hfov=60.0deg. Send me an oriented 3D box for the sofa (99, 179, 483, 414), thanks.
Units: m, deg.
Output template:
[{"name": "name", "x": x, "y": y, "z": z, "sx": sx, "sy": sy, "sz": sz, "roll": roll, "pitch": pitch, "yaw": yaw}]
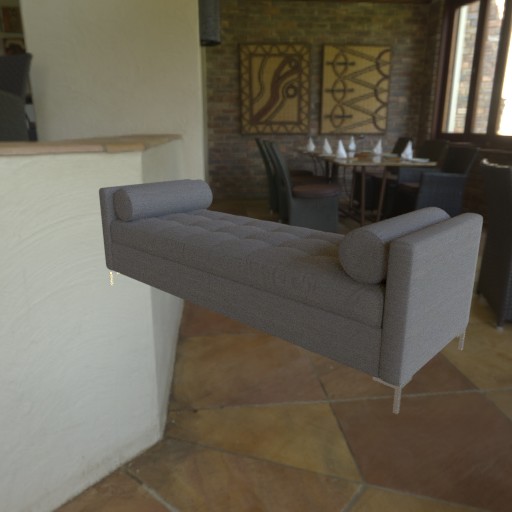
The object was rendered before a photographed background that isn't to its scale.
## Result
[{"name": "sofa", "x": 0.000, "y": 0.000, "z": 2.346, "sx": 1.981, "sy": 0.635, "sz": 0.686, "roll": 15, "pitch": 22, "yaw": 41}]
